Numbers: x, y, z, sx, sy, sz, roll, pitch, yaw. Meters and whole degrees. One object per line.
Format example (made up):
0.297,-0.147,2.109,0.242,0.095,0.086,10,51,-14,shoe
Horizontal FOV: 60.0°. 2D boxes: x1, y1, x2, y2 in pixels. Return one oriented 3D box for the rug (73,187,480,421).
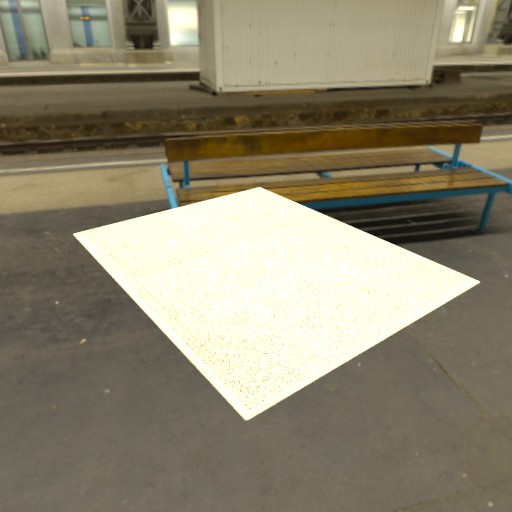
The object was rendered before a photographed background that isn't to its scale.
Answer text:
0.000,0.000,4.157,2.441,0.015,3.050,-19,33,-32,rug
